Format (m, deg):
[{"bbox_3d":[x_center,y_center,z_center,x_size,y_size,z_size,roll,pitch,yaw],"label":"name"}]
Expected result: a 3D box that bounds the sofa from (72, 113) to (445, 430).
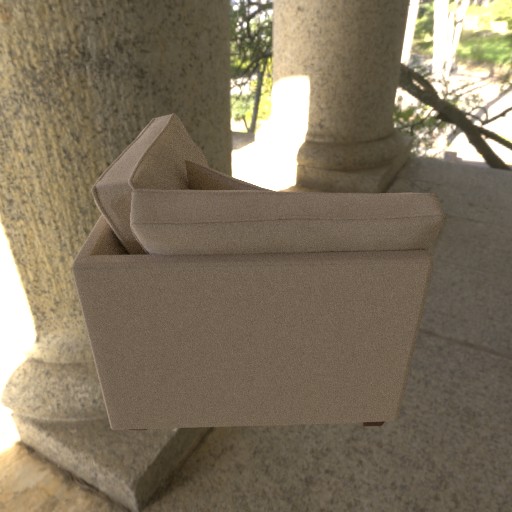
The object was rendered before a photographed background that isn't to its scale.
[{"bbox_3d":[0.000,0.000,1.811,1.050,0.937,1.042,-1,31,-1],"label":"sofa"}]
